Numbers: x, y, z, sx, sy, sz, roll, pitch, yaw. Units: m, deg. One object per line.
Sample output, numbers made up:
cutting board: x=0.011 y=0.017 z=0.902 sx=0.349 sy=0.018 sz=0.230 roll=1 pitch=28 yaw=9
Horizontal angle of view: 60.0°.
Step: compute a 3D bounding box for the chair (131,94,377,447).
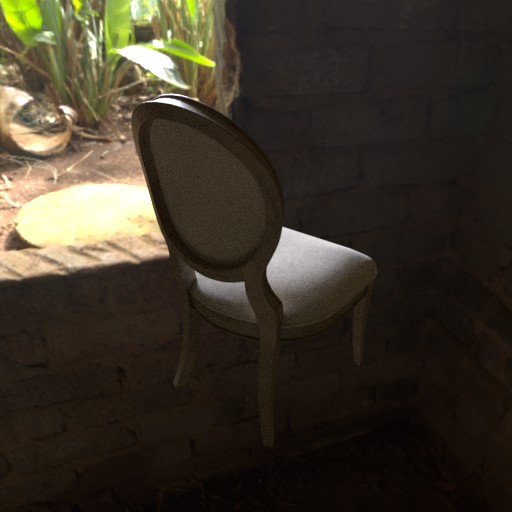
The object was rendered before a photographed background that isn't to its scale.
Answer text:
chair: x=0.000 y=0.000 z=1.324 sx=0.558 sy=0.990 sz=0.602 roll=21 pitch=36 yaw=32
